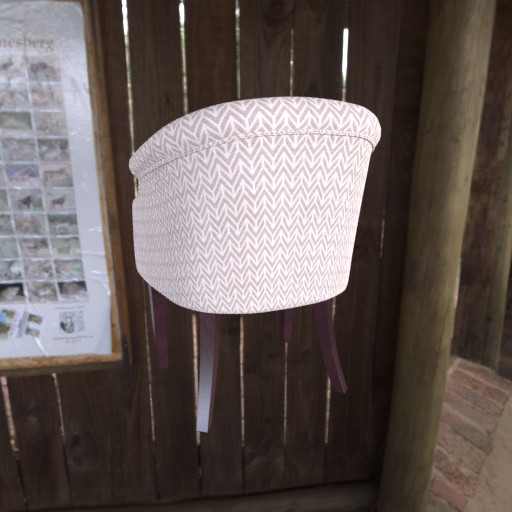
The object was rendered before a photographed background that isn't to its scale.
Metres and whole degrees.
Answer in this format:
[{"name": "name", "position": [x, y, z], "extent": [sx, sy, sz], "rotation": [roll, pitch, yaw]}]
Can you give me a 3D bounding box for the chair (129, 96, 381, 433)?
[{"name": "chair", "position": [0.000, 0.000, 1.331], "extent": [0.686, 0.858, 0.613], "rotation": [-7, 16, -25]}]
